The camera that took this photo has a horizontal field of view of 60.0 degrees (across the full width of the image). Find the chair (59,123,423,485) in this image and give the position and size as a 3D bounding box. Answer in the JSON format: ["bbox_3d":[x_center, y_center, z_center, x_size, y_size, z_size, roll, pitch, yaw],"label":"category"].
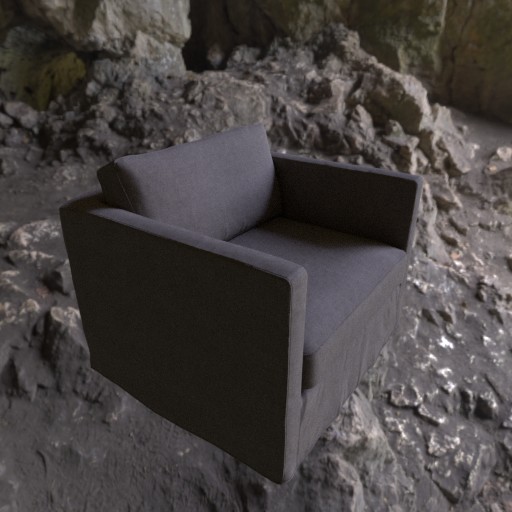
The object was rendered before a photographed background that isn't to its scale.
[{"bbox_3d":[0.000,0.000,1.734,0.949,0.863,1.057,18,31,31],"label":"chair"}]
